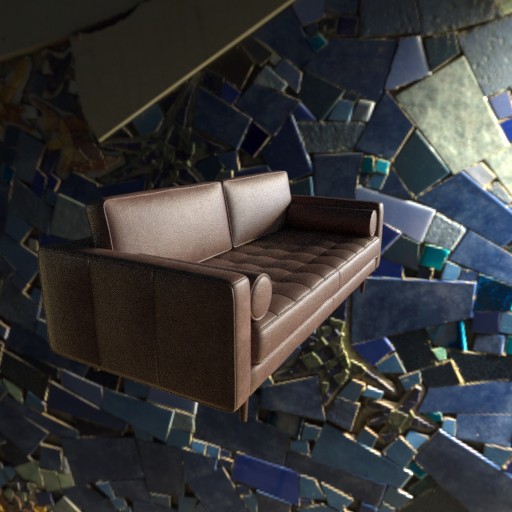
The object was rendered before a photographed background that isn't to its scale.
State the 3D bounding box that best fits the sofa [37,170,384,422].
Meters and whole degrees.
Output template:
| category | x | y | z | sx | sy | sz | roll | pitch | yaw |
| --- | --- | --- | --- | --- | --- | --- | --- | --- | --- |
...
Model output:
| category | x | y | z | sx | sy | sz | roll | pitch | yaw |
| --- | --- | --- | --- | --- | --- | --- | --- | --- | --- |
| sofa | 0.000 | 0.000 | 2.302 | 0.910 | 0.760 | 1.870 | 8 | 17 | 28 |
